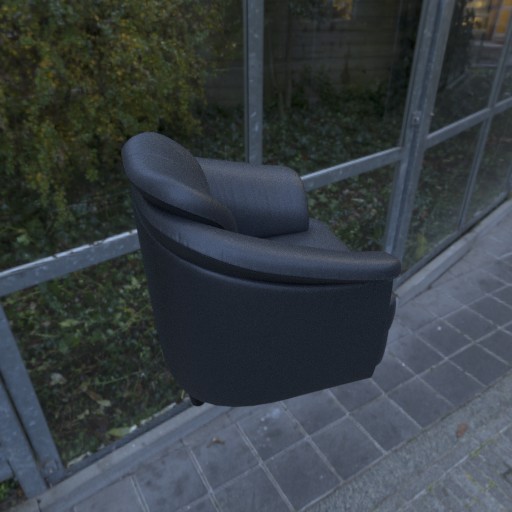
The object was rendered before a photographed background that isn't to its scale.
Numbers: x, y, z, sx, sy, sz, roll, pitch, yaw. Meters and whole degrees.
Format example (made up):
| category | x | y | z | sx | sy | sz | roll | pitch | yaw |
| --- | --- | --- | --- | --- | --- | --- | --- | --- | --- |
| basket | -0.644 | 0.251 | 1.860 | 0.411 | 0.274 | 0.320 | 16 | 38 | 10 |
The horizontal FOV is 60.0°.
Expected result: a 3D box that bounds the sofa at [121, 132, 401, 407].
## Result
| category | x | y | z | sx | sy | sz | roll | pitch | yaw |
| --- | --- | --- | --- | --- | --- | --- | --- | --- | --- |
| sofa | 0.000 | 0.000 | 1.559 | 0.794 | 0.811 | 0.870 | -10 | 32 | -16 |
